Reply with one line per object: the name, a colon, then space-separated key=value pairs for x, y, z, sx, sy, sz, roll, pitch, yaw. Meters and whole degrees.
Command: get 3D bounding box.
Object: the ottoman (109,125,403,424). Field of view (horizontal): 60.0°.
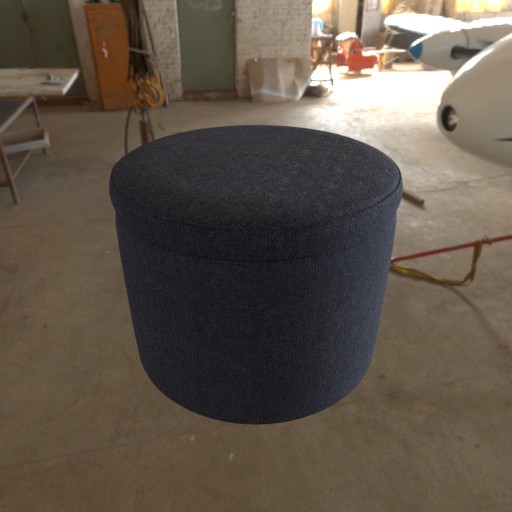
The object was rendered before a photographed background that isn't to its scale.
ottoman: x=0.000 y=0.000 z=0.901 sx=0.520 sy=0.430 sz=0.520 roll=0 pitch=31 yaw=0
